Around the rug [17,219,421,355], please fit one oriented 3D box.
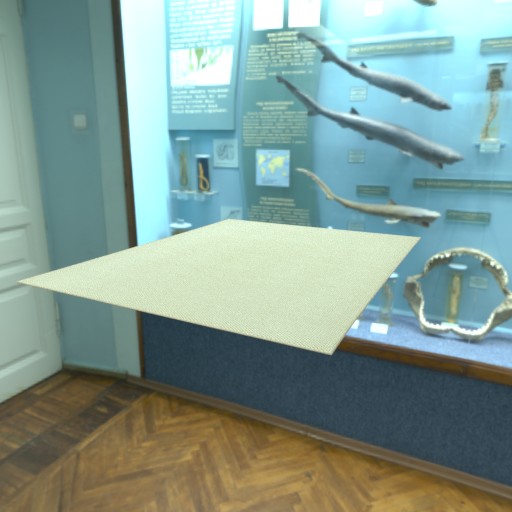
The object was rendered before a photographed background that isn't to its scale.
[{"bbox_3d":[0.000,0.000,4.059,2.462,0.018,3.039,8,17,27],"label":"rug"}]
